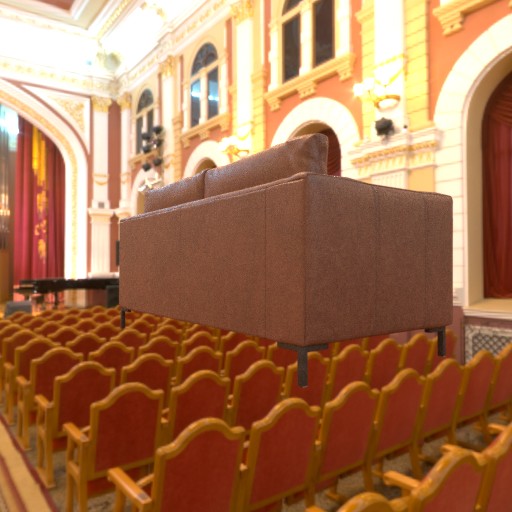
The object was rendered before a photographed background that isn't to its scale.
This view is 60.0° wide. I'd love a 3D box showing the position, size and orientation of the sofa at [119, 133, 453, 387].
[{"bbox_3d":[0.000,0.000,2.358,0.899,0.883,1.797,1,-2,-37],"label":"sofa"}]
